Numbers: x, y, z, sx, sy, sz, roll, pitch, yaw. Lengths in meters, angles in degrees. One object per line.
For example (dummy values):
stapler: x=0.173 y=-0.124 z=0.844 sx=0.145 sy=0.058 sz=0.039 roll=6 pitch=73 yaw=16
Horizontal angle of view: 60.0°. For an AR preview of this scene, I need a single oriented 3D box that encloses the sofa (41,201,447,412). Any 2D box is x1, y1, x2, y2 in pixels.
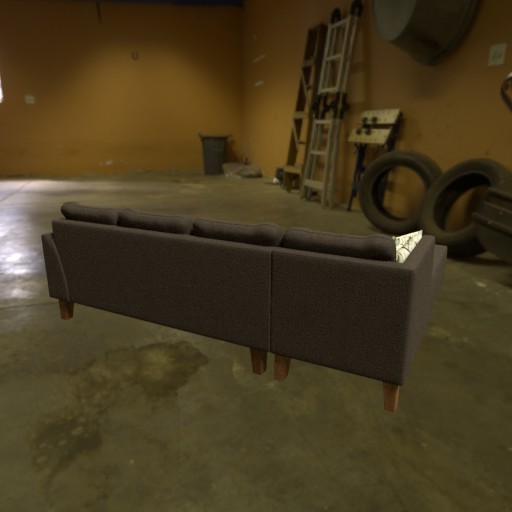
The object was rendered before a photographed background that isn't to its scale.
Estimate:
sofa: x=0.000 y=0.000 z=3.539 sx=2.679 sy=0.932 sz=1.829 roll=8 pitch=18 yaw=27
